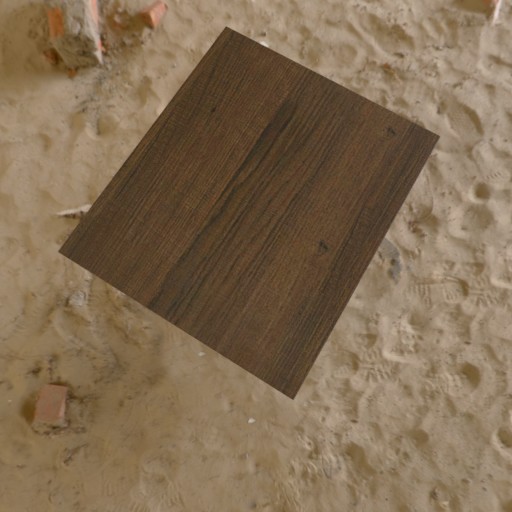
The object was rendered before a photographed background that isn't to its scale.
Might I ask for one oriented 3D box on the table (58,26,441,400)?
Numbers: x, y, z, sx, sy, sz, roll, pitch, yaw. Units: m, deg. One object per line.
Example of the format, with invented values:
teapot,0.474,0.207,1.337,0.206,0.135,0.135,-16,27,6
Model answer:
table,0.000,0.000,1.175,0.457,0.866,0.526,30,77,8
